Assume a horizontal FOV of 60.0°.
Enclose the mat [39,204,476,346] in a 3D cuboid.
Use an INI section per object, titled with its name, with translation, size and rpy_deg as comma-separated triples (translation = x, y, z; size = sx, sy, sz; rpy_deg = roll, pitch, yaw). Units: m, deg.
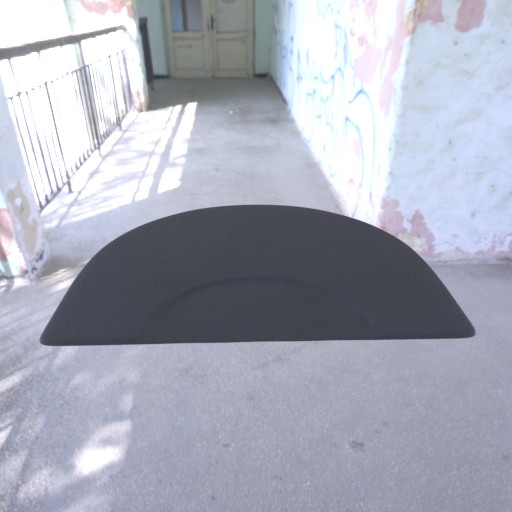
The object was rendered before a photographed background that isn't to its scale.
[mat]
translation = 0.000, 0.000, 1.602
size = 1.220, 0.016, 0.917
rpy_deg = -1, 30, -1
